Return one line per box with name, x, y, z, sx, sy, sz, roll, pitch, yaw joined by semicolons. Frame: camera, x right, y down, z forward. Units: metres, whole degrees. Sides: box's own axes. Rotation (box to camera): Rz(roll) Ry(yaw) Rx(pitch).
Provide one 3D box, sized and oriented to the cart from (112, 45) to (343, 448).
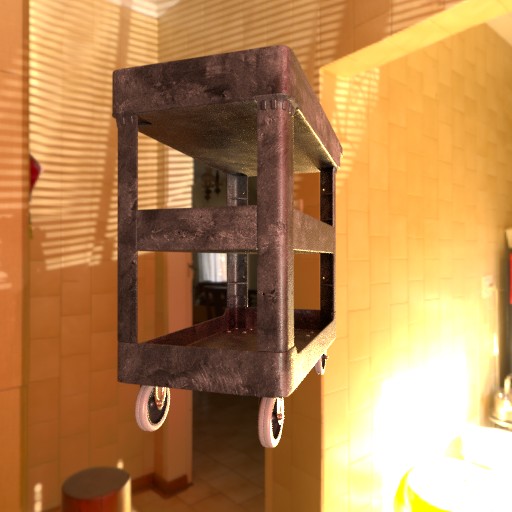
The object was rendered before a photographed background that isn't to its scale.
cart;0.000;0.000;1.338;0.420;0.824;0.877;0;0;18
